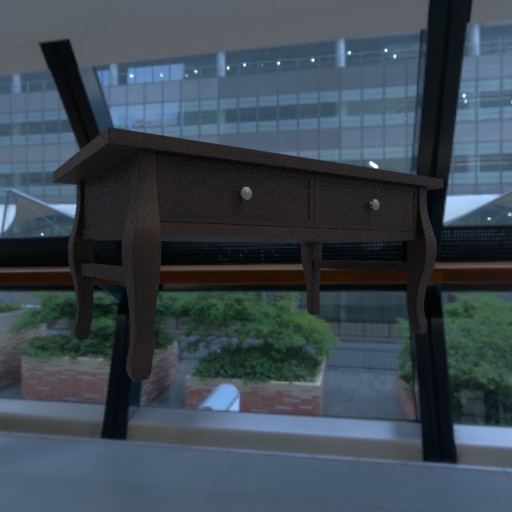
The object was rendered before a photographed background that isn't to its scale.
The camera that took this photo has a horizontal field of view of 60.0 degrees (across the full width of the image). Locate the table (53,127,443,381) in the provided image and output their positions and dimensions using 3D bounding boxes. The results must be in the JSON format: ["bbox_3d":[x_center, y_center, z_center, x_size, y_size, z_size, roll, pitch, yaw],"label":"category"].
[{"bbox_3d":[0.000,0.000,1.372,1.062,0.494,0.600,0,1,-34],"label":"table"}]
